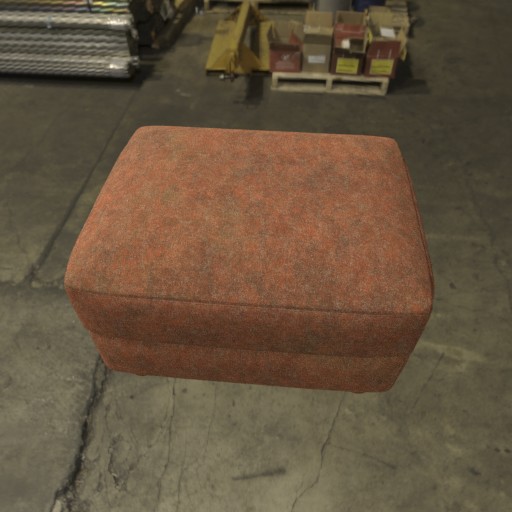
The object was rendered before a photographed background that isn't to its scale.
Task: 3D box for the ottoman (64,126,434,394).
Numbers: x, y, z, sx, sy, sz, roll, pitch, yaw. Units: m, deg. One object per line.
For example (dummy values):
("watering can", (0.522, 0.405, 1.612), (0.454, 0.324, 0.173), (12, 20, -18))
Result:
("ottoman", (0.000, 0.000, 1.180), (0.787, 0.508, 0.635), (4, 48, 3))
